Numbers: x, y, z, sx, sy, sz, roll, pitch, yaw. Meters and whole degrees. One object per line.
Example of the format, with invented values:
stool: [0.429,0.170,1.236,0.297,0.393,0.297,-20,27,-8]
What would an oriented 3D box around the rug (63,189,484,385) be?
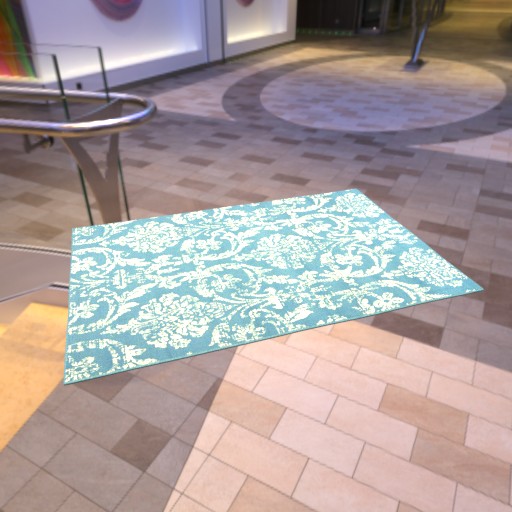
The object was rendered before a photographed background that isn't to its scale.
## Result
rug: [0.000,0.000,2.301,1.833,0.012,1.211,-10,34,-15]
